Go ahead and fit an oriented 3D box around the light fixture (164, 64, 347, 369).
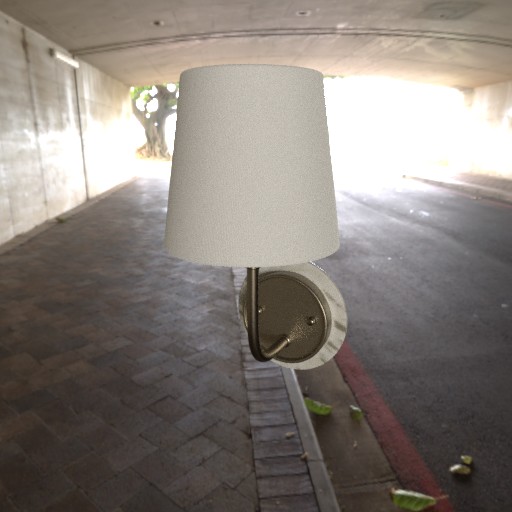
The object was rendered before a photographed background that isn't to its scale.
[{"bbox_3d":[0.000,0.000,0.445,0.168,0.337,0.188,8,17,27],"label":"light fixture"}]
